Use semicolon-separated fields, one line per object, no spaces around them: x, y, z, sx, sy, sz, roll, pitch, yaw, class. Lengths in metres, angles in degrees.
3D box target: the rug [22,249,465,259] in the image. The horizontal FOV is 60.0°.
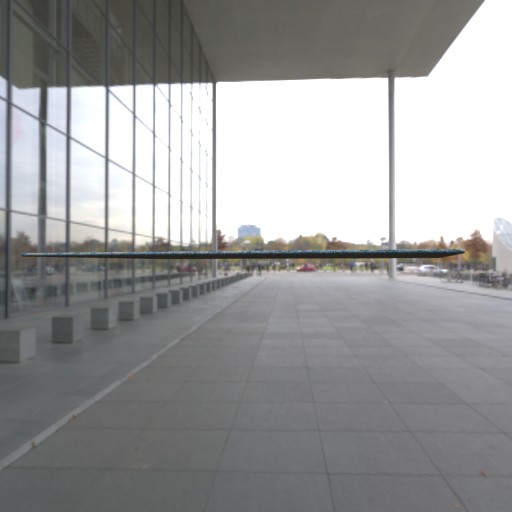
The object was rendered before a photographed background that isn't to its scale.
0.000;0.000;2.281;1.829;0.016;1.219;0;-1;19;rug
